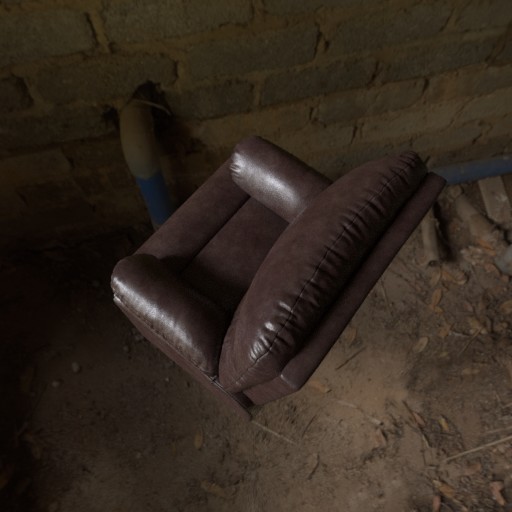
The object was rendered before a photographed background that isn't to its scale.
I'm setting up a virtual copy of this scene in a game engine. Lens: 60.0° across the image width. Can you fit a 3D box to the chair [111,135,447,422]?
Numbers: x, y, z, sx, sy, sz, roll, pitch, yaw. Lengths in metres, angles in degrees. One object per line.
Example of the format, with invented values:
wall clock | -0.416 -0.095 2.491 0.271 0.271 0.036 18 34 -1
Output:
chair | 0.000 0.000 1.715 0.879 1.041 0.940 35 69 15
